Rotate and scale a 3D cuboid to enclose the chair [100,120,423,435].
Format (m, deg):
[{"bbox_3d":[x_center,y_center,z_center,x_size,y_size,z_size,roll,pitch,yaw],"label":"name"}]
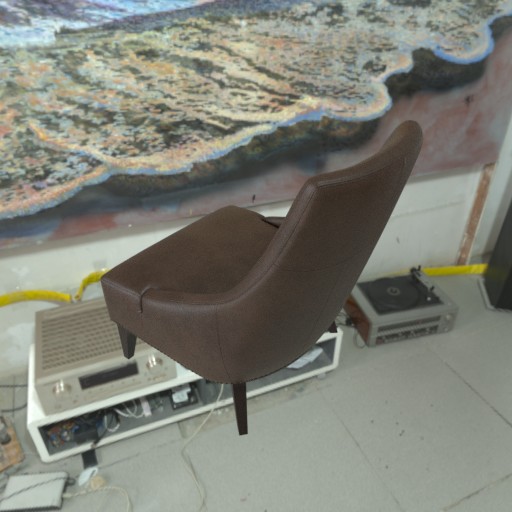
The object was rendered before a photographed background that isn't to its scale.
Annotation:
[{"bbox_3d":[0.000,0.000,1.472,0.861,0.909,0.701,23,39,31],"label":"chair"}]
